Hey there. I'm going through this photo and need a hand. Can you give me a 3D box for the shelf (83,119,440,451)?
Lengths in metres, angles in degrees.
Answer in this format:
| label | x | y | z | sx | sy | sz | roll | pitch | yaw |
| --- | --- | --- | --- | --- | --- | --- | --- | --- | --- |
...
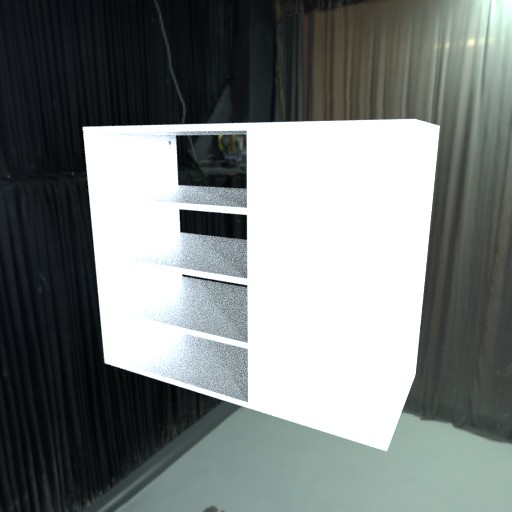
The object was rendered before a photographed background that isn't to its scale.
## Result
| label | x | y | z | sx | sy | sz | roll | pitch | yaw |
| --- | --- | --- | --- | --- | --- | --- | --- | --- | --- |
| shelf | 0.000 | 0.000 | 1.304 | 0.895 | 0.732 | 0.396 | 8 | 16 | 27 |
